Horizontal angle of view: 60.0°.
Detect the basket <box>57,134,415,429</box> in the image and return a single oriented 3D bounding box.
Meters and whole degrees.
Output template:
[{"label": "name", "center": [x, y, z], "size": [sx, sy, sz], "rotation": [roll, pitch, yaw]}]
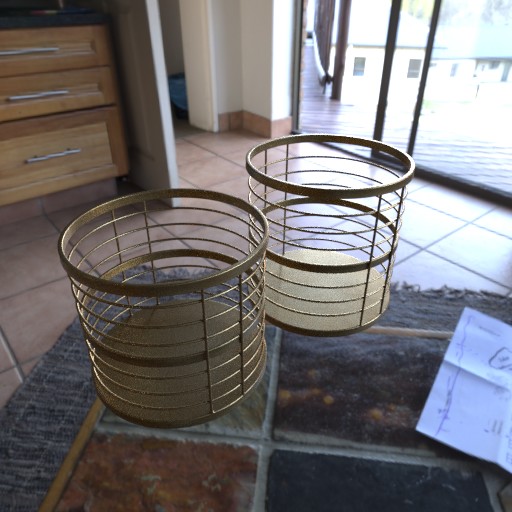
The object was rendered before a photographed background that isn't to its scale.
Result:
[{"label": "basket", "center": [0.000, 0.000, 0.938], "size": [0.746, 0.351, 0.356], "rotation": [-22, 37, -31]}]
